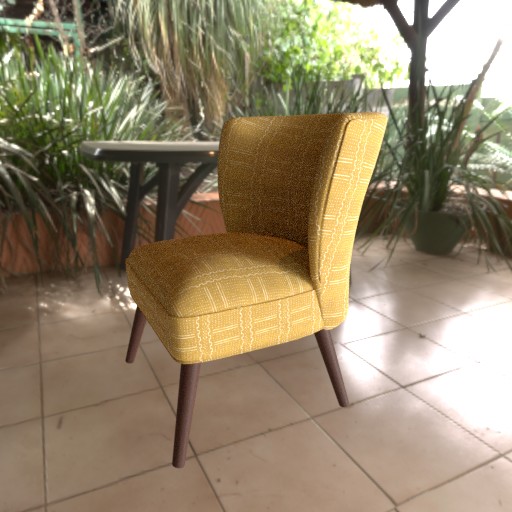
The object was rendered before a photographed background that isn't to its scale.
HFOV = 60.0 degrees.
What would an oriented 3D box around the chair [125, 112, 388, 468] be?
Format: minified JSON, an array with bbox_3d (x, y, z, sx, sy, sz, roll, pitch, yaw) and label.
[{"bbox_3d":[0.000,0.000,1.397,0.758,0.866,0.706,-8,18,-26],"label":"chair"}]
